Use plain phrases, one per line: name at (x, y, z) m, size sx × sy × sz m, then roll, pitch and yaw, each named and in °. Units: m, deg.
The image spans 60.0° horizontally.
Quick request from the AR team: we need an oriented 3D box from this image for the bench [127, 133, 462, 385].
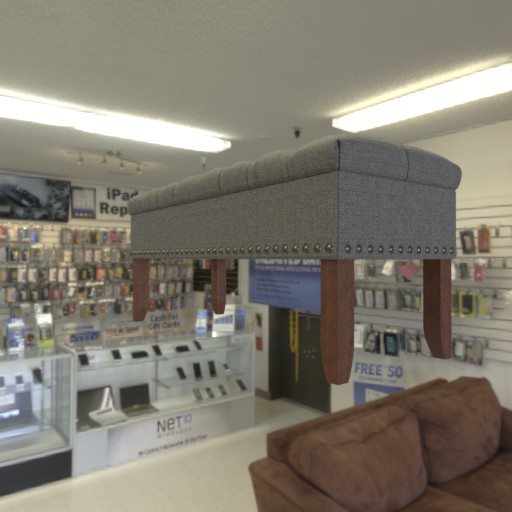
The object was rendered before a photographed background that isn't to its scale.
bench at (0.000, 0.000, 1.317) m, size 0.417 × 0.470 × 1.052 m, roll 0°, pitch 0°, yaw -36°
